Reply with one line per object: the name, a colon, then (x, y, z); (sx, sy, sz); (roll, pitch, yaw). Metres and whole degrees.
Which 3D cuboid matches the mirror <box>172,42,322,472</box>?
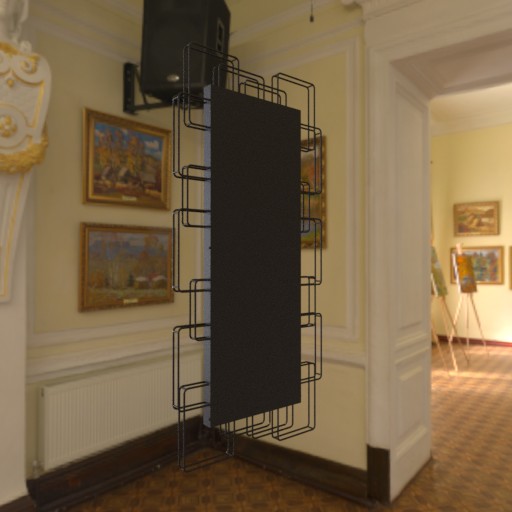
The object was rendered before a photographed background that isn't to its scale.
mirror: (0.000, 0.000, 1.389); (0.565, 1.192, 0.037); (0, -1, -38)
